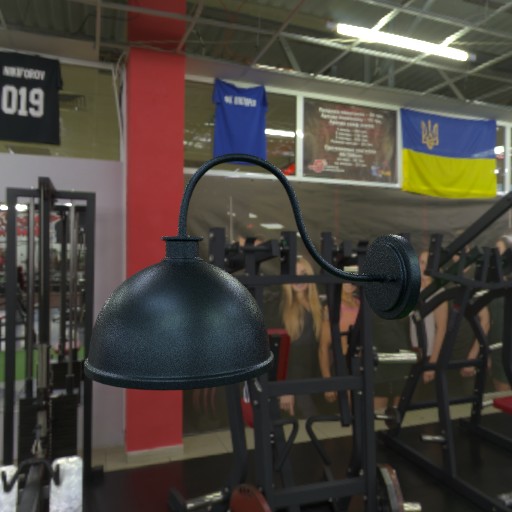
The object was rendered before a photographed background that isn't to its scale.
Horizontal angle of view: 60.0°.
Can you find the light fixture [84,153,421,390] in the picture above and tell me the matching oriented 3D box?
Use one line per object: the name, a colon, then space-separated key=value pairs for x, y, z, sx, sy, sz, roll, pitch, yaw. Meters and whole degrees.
light fixture: x=0.000 y=0.000 z=0.644 sx=0.467 sy=0.295 sz=0.253 roll=0 pitch=0 yaw=-18
